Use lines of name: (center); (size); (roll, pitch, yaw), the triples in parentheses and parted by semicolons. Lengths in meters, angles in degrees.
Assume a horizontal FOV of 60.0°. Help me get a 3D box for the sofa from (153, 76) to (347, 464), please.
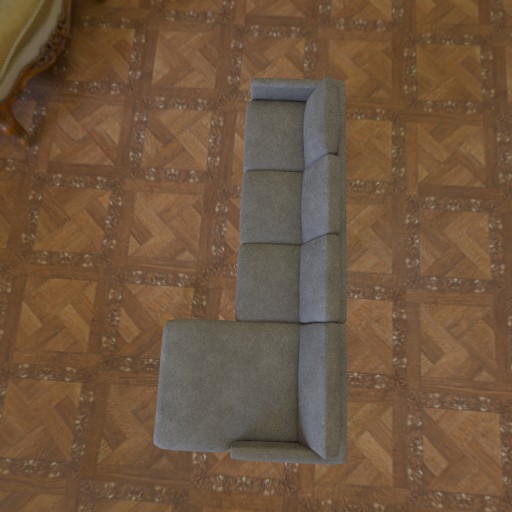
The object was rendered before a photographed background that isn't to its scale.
sofa: (0.000, 0.000, 4.131); (1.604, 0.950, 3.471); (2, 76, 1)
